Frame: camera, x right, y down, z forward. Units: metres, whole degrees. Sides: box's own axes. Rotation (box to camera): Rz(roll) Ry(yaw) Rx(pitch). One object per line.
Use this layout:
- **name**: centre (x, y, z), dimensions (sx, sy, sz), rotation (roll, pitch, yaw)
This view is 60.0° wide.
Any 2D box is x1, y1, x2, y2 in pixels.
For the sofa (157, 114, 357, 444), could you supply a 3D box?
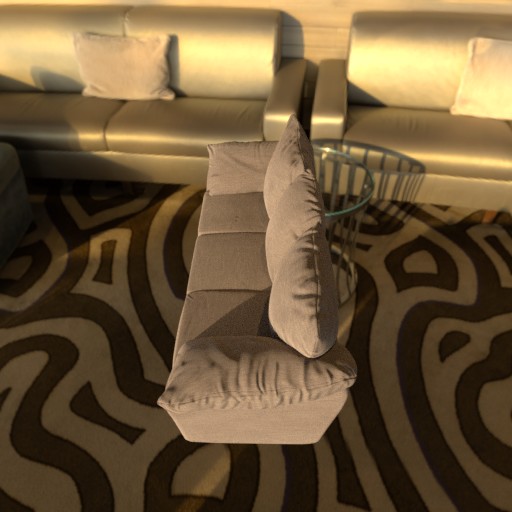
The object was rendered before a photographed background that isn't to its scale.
- **sofa**: centre (0.000, 0.000, 2.915), dimensions (0.927, 1.043, 2.390), rotation (1, 41, 1)
